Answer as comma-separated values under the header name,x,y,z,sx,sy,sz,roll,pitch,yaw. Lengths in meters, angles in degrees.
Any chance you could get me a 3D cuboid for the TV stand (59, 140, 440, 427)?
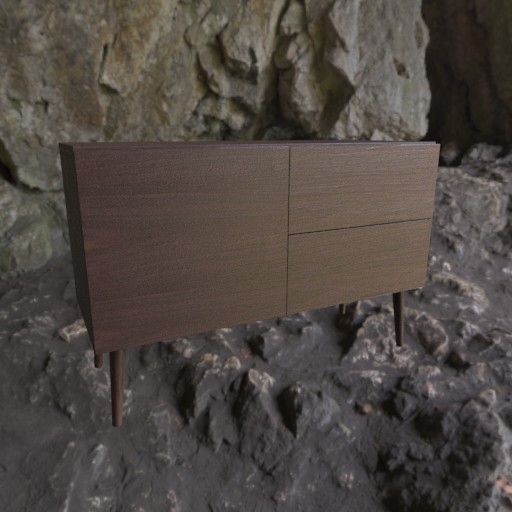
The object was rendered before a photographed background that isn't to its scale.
name,x,y,z,sx,sy,sz,roll,pitch,yaw
TV stand,0.000,0.000,1.326,0.990,0.660,0.405,-8,17,-26
